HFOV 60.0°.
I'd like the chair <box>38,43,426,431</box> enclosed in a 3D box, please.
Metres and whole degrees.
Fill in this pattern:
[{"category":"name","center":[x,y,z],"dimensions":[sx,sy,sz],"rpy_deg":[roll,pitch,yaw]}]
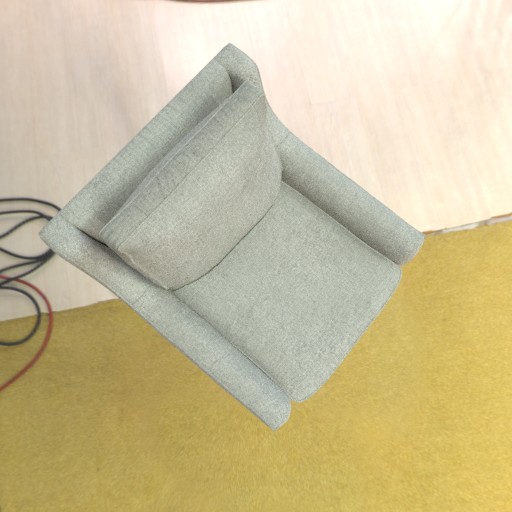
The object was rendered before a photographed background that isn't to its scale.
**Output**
[{"category":"chair","center":[0.000,0.000,1.565],"dimensions":[0.918,0.864,0.838],"rpy_deg":[39,79,9]}]
